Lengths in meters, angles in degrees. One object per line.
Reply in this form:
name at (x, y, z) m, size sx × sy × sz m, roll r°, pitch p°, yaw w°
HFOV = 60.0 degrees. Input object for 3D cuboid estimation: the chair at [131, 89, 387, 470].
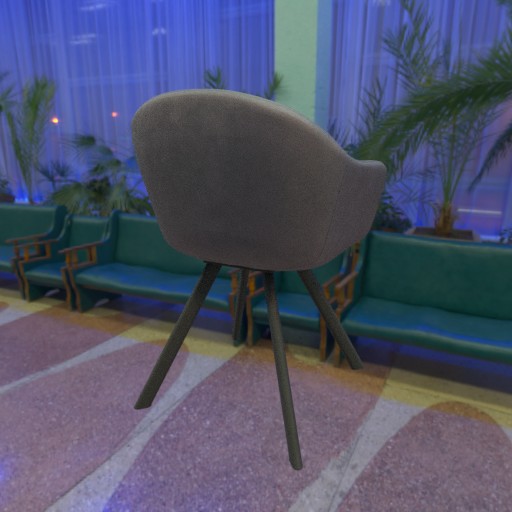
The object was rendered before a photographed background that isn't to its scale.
chair at (0.000, 0.000, 1.165) m, size 0.567 × 0.781 × 0.544 m, roll 8°, pitch 17°, yaw 28°
